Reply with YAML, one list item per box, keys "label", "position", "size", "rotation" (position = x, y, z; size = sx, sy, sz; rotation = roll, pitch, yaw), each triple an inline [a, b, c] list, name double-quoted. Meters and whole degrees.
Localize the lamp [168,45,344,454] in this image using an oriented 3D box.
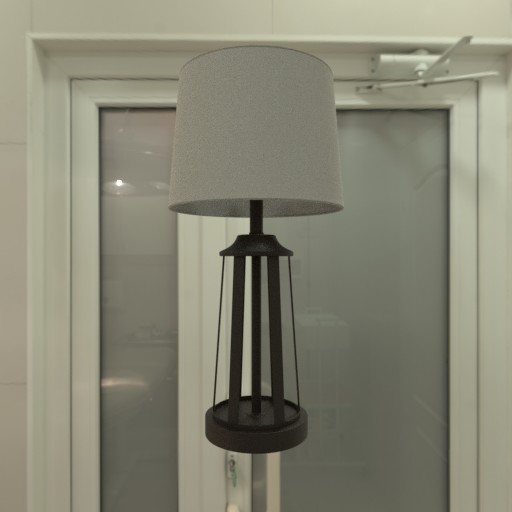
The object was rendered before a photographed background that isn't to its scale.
- label: "lamp"
  position: [0.000, 0.000, 0.644]
  size: [0.251, 0.509, 0.251]
  rotation: [0, 0, 0]
